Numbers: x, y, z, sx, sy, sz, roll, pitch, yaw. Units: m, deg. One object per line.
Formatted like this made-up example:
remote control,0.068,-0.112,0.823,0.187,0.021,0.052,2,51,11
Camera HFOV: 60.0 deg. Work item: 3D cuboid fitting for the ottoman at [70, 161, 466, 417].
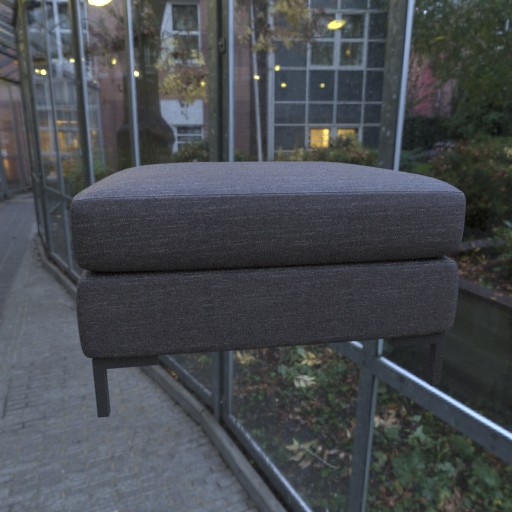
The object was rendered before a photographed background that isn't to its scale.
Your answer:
ottoman,0.000,0.000,1.205,0.820,0.490,0.671,-2,15,-9
